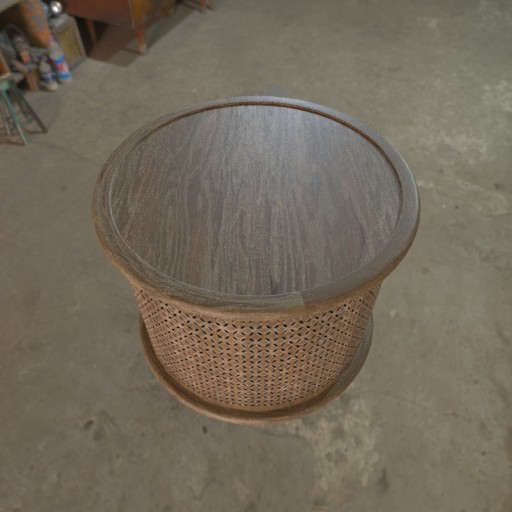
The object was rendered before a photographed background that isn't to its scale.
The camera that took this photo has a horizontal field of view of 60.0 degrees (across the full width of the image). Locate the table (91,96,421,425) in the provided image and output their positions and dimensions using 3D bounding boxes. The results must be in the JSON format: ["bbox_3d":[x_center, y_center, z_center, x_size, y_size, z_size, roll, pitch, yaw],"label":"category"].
[{"bbox_3d":[0.000,0.000,1.004,0.607,0.450,0.607,0,50,0],"label":"table"}]
